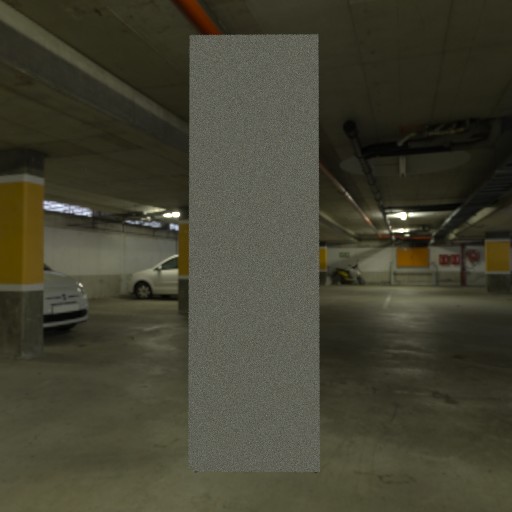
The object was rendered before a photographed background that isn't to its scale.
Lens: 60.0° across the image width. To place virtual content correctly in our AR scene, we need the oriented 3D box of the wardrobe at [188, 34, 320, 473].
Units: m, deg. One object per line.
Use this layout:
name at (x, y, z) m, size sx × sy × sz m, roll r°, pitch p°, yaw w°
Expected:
wardrobe at (0.000, 0.000, 2.959) m, size 0.600 × 2.020 × 1.830 m, roll 0°, pitch -1°, yaw 1°
